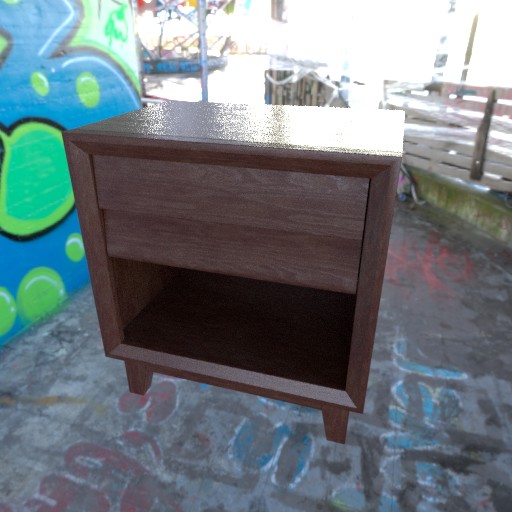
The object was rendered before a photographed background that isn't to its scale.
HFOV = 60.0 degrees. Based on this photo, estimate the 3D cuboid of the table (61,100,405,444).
[{"bbox_3d":[0.000,0.000,1.011,0.557,0.609,0.449,8,28,15],"label":"table"}]
